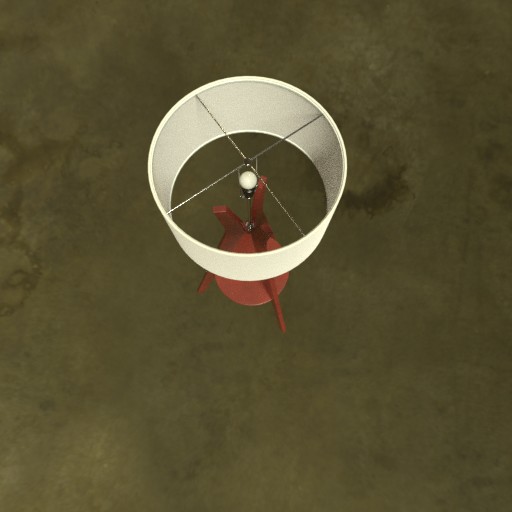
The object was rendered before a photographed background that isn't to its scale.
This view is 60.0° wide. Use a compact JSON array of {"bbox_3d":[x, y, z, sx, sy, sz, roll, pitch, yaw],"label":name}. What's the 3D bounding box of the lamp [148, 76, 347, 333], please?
[{"bbox_3d":[0.000,0.000,1.752,0.539,1.472,0.542,-34,77,-9],"label":"lamp"}]
